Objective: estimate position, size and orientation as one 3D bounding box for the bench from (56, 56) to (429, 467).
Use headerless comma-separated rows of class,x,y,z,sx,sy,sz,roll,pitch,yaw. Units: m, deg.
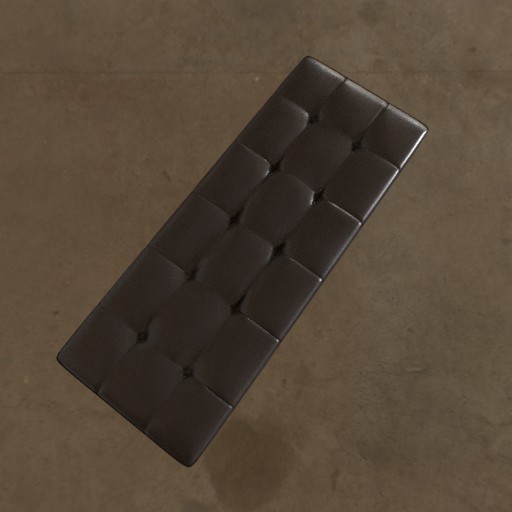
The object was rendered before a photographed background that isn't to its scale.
bench,0.000,0.000,1.365,0.432,0.460,1.105,35,77,9
